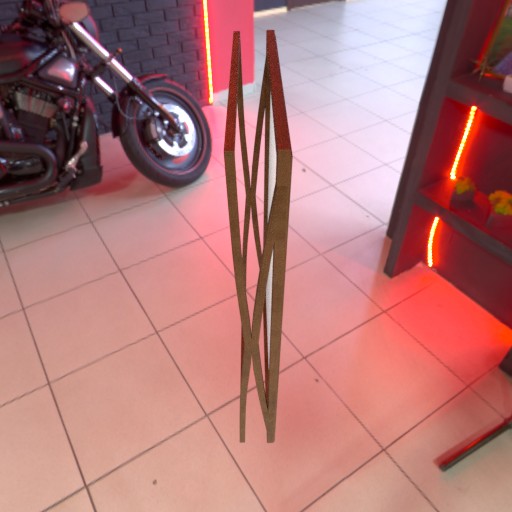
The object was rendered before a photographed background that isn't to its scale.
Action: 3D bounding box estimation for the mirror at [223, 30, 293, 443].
[{"bbox_3d":[0.000,0.000,0.952,0.082,0.768,0.468,0,43,0],"label":"mirror"}]
